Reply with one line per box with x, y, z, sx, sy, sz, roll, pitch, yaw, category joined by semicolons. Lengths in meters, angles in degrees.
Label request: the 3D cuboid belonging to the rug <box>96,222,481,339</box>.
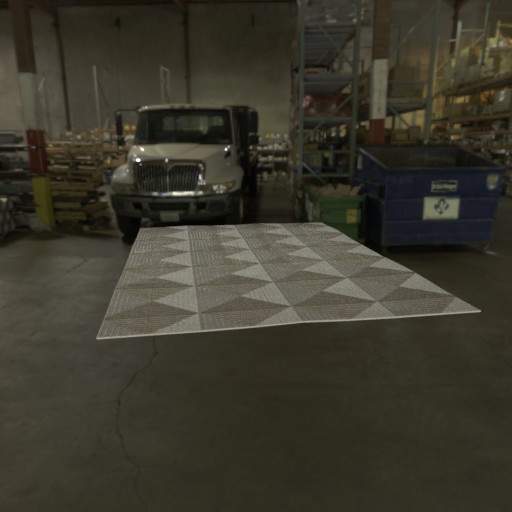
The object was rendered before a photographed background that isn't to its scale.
0.000;0.000;4.302;2.428;0.027;3.333;-3;15;-10;rug
